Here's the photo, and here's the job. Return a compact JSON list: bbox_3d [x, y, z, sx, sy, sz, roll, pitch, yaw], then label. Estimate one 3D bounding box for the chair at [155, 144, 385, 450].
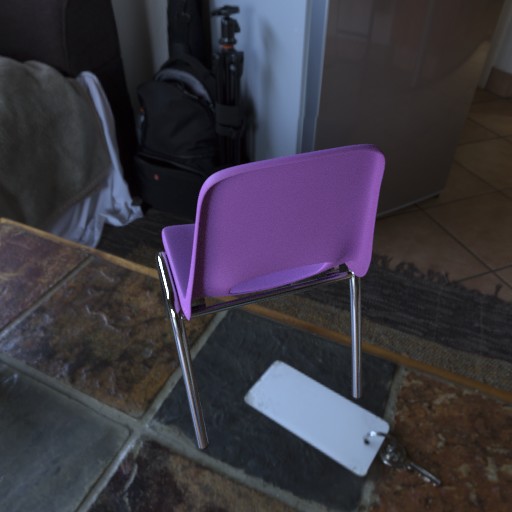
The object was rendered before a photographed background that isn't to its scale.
[{"bbox_3d":[0.000,0.000,0.675,0.291,0.493,0.301,-13,43,-14],"label":"chair"}]
